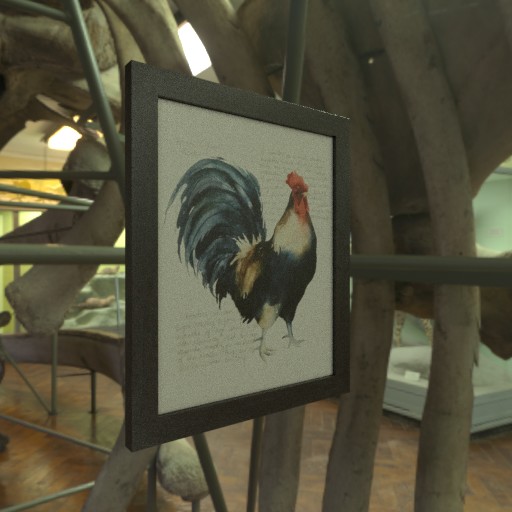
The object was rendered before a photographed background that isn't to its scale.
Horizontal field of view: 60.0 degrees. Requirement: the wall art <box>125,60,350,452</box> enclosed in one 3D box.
[{"bbox_3d":[0.000,0.000,0.808,0.479,0.580,0.027,0,0,-37],"label":"wall art"}]
